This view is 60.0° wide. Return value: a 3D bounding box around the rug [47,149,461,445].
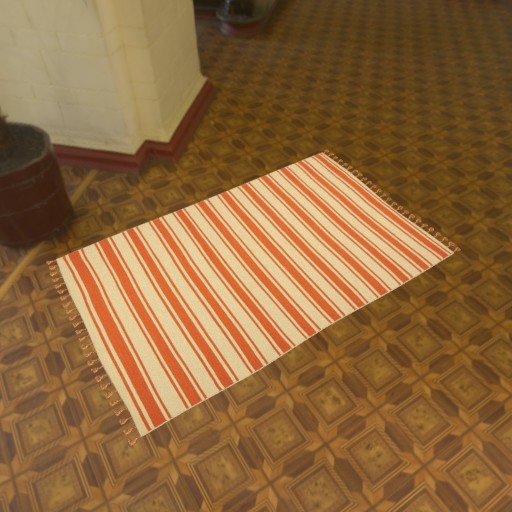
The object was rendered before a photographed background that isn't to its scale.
[{"bbox_3d":[0.000,0.000,2.571,2.092,0.017,1.232,-26,52,-22],"label":"rug"}]
